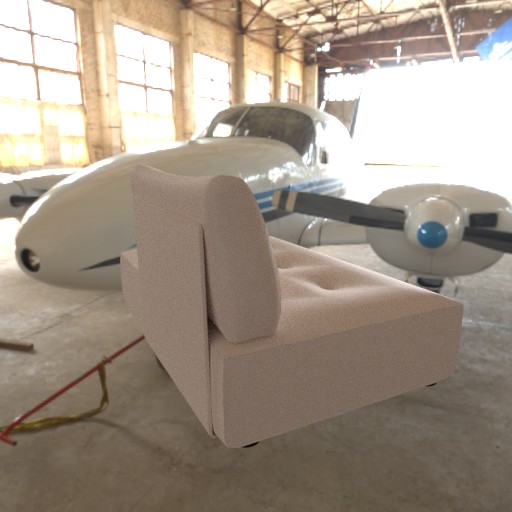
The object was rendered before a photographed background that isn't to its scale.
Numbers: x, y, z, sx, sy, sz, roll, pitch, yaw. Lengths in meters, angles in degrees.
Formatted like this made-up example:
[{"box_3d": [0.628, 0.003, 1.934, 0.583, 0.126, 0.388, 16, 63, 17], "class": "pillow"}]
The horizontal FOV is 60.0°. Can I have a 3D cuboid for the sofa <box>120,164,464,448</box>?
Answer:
[{"box_3d": [0.000, 0.000, 2.027, 1.000, 0.820, 1.450, -7, 15, -27], "class": "sofa"}]
